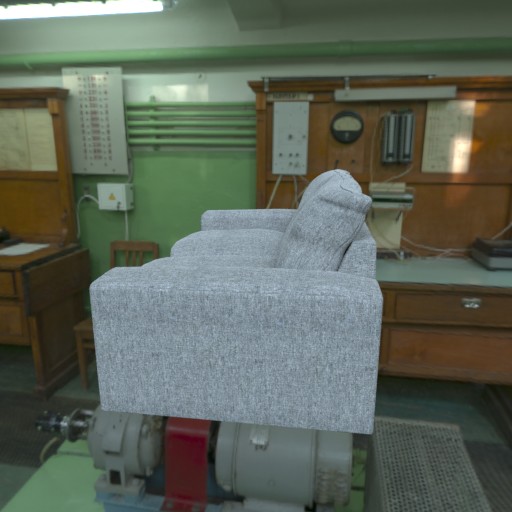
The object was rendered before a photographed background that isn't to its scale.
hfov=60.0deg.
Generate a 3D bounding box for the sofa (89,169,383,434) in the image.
[{"bbox_3d":[0.000,0.000,2.380,1.094,0.877,1.758,2,15,8],"label":"sofa"}]
